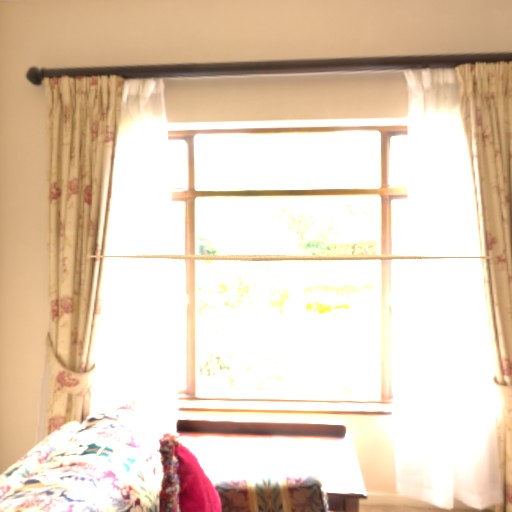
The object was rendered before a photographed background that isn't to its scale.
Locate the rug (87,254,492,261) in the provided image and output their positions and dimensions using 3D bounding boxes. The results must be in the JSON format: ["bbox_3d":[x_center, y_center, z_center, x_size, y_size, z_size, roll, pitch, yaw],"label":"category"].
[{"bbox_3d":[0.000,0.000,3.125,1.706,0.026,2.438,0,0,-35],"label":"rug"}]
